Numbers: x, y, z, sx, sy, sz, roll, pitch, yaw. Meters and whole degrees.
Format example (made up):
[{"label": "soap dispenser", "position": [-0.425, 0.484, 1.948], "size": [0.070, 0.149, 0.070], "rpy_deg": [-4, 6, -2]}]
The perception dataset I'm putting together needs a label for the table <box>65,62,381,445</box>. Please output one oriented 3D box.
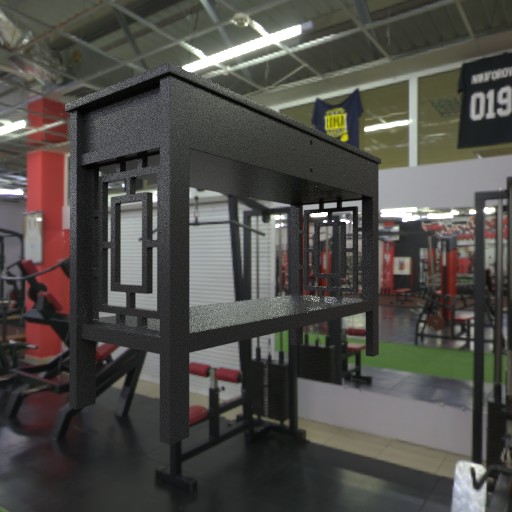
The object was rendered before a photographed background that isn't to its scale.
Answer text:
[{"label": "table", "position": [0.000, 0.000, 1.407], "size": [0.397, 0.753, 1.068], "rpy_deg": [0, 0, 38]}]
